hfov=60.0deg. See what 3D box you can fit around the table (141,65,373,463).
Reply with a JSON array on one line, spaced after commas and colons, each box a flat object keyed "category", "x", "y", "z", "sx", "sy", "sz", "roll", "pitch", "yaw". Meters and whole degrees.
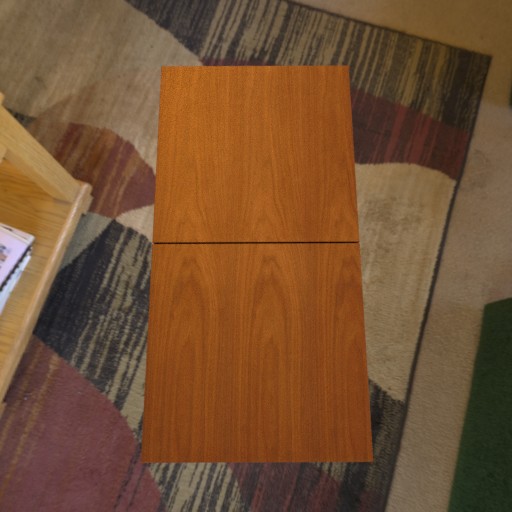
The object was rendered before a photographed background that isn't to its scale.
[{"category": "table", "x": 0.000, "y": 0.000, "z": 1.463, "sx": 0.610, "sy": 0.330, "sz": 1.194, "roll": 0, "pitch": 76, "yaw": 0}]
